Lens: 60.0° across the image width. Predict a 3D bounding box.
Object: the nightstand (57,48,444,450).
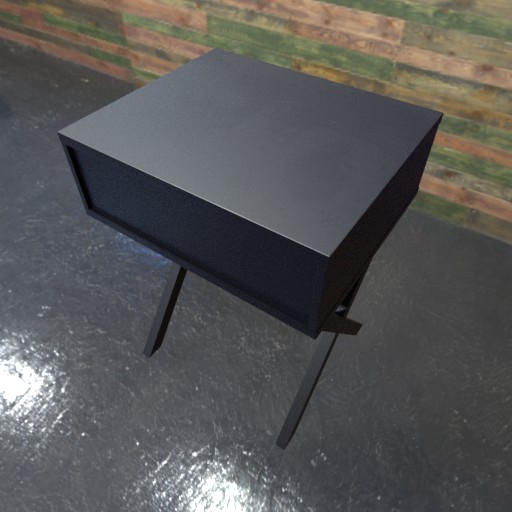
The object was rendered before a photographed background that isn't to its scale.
[{"bbox_3d":[0.000,0.000,0.937,0.479,0.623,0.402,26,52,23],"label":"nightstand"}]
